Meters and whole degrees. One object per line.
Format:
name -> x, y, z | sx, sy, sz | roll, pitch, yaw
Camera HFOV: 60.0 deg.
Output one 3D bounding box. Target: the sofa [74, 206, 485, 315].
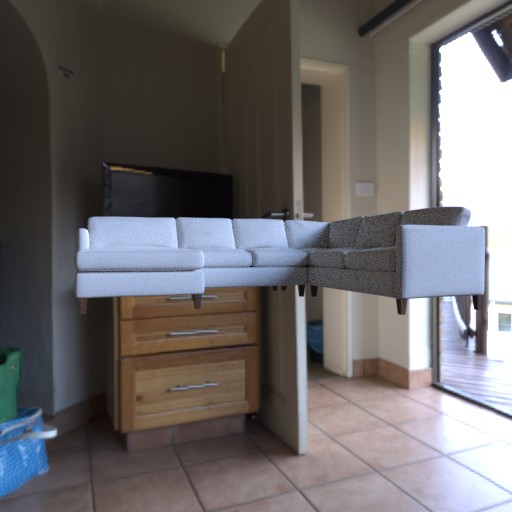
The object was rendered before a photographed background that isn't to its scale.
sofa -> 0.000, 0.000, 4.527 | 3.459, 0.956, 2.593 | 0, 1, -20
